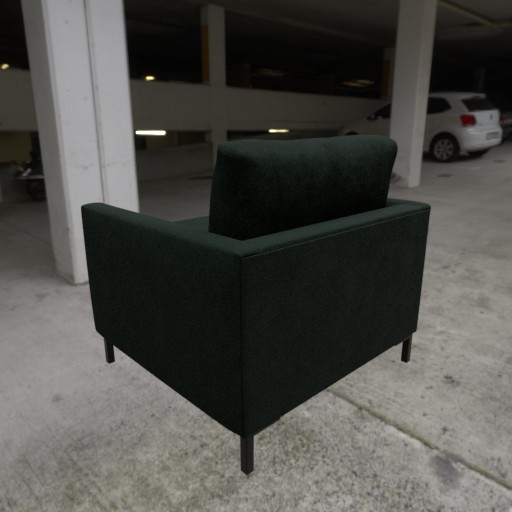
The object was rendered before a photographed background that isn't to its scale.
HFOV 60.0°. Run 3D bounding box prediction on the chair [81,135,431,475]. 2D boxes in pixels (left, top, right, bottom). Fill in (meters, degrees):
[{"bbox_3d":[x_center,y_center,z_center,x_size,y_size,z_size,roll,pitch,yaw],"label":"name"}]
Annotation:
[{"bbox_3d":[0.000,0.000,1.632,0.963,0.861,0.866,-15,22,-41],"label":"chair"}]
